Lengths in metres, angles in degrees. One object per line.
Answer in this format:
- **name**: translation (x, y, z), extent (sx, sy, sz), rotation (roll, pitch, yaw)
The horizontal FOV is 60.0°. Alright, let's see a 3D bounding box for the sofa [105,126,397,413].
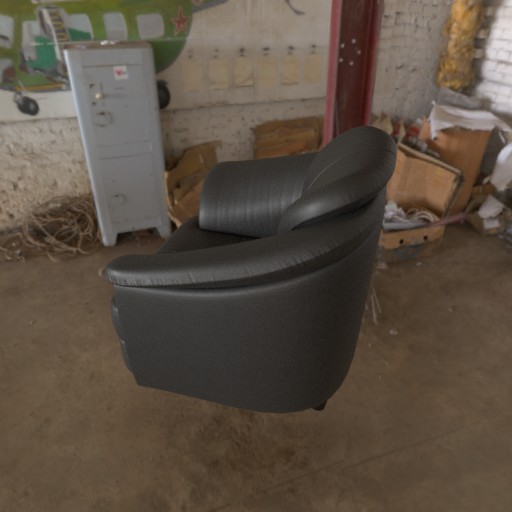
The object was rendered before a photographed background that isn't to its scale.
- **sofa**: translation (0.000, 0.000, 1.498), extent (0.794, 0.811, 0.870), rotation (9, 33, 14)
